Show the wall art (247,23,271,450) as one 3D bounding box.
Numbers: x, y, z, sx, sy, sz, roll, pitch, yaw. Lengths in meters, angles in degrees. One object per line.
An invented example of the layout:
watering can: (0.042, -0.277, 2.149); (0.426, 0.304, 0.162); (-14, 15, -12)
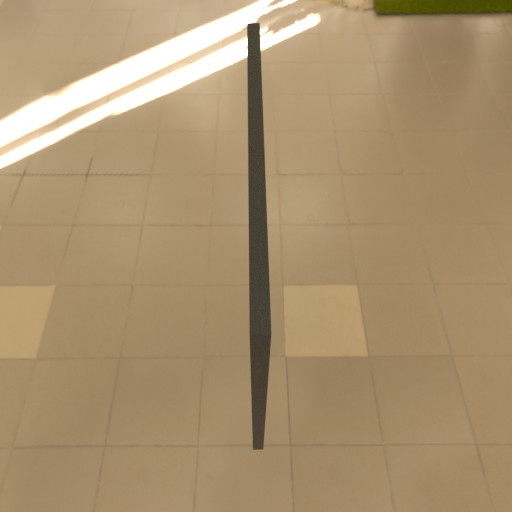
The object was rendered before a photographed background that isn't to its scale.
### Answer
wall art: (0.000, 0.000, 1.478); (0.038, 1.016, 1.016); (-1, 56, 0)
